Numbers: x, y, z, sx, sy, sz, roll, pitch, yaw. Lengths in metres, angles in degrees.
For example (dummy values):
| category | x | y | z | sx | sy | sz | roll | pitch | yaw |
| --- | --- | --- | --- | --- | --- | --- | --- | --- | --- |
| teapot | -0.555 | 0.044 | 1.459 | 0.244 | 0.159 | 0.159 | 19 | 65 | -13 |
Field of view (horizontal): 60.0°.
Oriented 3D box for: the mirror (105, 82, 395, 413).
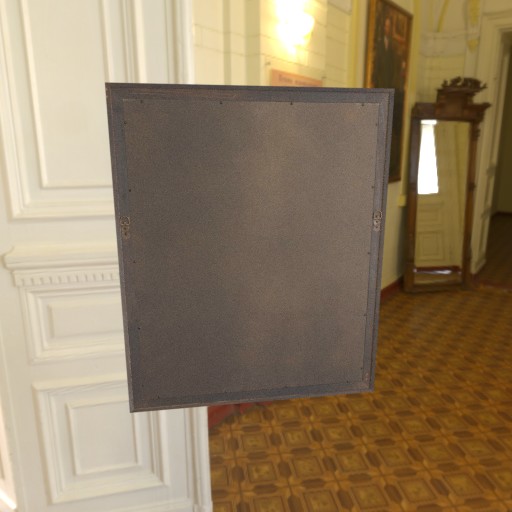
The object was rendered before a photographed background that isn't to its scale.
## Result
| category | x | y | z | sx | sy | sz | roll | pitch | yaw |
| --- | --- | --- | --- | --- | --- | --- | --- | --- | --- |
| mirror | 0.000 | 0.000 | 1.225 | 0.730 | 0.882 | 0.032 | -2 | 14 | -9 |
